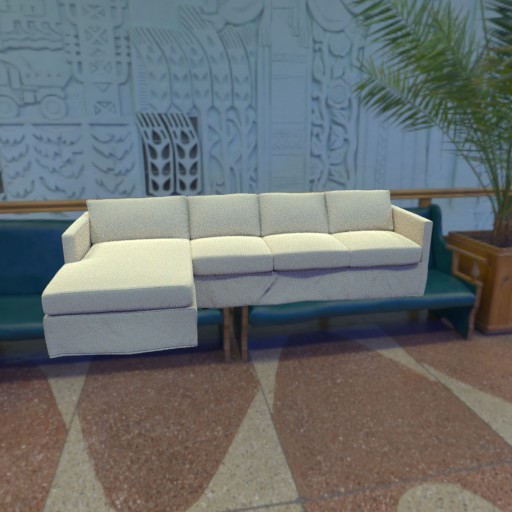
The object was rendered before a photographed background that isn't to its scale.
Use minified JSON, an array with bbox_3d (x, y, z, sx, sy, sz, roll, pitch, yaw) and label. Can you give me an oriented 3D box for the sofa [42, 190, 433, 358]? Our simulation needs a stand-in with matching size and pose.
[{"bbox_3d":[0.000,0.000,3.901,3.205,0.922,1.650,-3,17,-9],"label":"sofa"}]
